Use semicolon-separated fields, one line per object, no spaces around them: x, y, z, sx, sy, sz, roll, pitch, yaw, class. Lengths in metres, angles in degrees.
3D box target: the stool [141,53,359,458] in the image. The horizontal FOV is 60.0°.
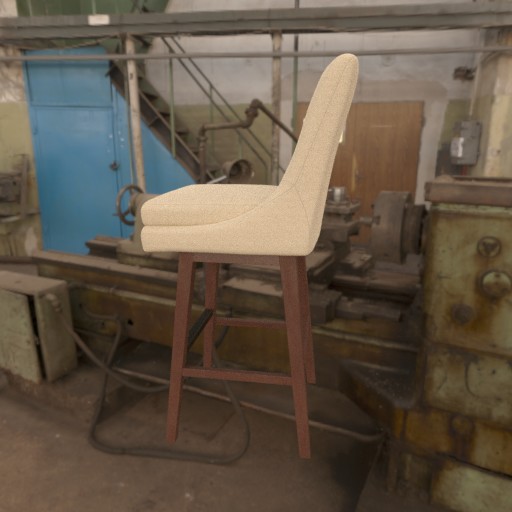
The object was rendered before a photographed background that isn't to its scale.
0.000;0.000;1.385;0.559;1.093;0.483;2;15;9;stool
